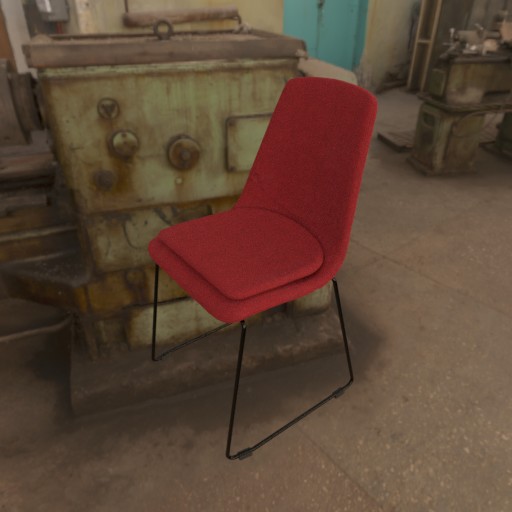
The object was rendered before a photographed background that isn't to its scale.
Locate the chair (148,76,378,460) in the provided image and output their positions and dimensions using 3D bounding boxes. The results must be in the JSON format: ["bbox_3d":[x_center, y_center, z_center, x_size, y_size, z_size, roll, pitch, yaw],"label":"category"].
[{"bbox_3d":[0.000,0.000,1.207,0.518,0.858,0.479,-21,37,-31],"label":"chair"}]
